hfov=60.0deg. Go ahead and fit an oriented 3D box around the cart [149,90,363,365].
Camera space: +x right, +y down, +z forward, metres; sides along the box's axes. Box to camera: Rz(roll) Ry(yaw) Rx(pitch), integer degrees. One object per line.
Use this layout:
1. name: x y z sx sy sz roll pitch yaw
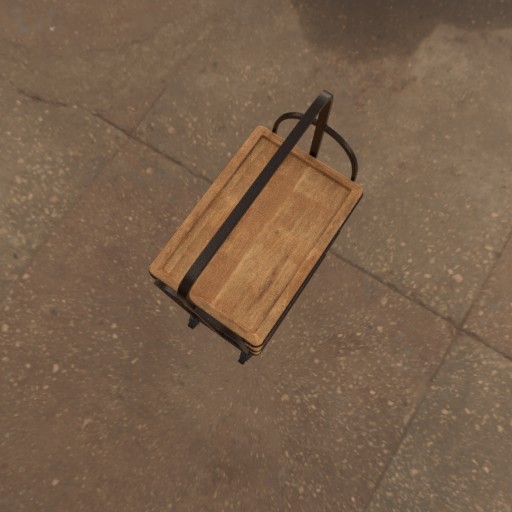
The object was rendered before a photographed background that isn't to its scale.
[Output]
1. cart: 0.000 0.000 1.278 0.327 1.001 0.553 34 78 8
